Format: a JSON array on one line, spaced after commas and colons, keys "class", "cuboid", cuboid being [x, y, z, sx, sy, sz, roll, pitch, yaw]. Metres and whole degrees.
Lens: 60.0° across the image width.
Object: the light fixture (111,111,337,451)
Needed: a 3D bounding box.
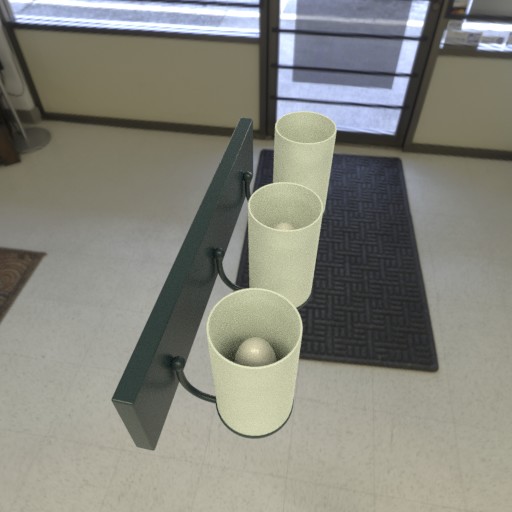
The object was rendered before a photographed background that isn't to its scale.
[{"class": "light fixture", "cuboid": [0.000, 0.000, 0.535, 0.145, 0.172, 0.451, 9, 48, 8]}]
